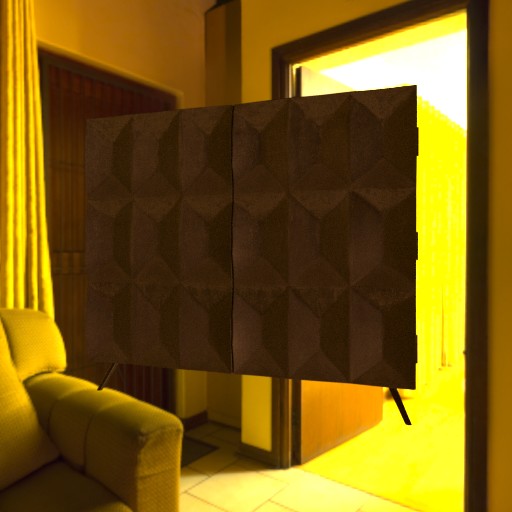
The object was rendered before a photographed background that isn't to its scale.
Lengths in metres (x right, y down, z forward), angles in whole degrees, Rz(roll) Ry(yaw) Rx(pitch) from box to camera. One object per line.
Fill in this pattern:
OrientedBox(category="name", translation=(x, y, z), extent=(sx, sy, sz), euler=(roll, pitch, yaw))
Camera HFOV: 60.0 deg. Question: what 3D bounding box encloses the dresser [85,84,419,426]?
OrientedBox(category="dresser", translation=(0.000, 0.000, 1.431), extent=(0.967, 0.847, 0.446), euler=(0, 1, 17))
